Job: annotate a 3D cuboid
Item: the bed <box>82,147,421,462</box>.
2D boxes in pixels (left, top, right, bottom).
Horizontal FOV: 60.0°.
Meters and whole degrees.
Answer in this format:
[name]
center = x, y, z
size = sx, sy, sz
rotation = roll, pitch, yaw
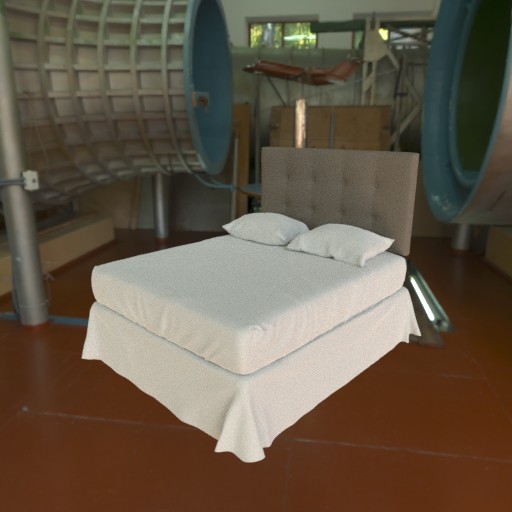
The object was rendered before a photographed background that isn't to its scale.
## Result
[bed]
center = 0.000, 0.000, 3.506
size = 1.936, 1.577, 2.222
rotation = 15, 22, 41
